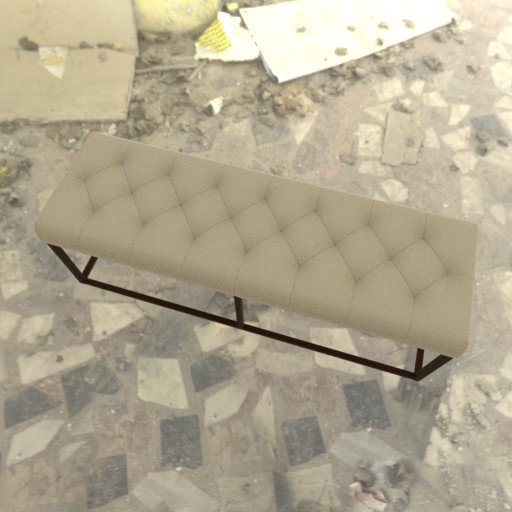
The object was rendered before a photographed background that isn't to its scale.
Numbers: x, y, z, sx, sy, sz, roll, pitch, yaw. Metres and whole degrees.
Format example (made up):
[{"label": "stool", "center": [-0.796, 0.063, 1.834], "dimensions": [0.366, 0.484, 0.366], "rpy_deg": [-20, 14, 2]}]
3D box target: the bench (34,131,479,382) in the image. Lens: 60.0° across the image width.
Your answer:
[{"label": "bench", "center": [0.000, 0.000, 1.710], "dimensions": [1.488, 0.488, 0.479], "rpy_deg": [15, 63, 8]}]
